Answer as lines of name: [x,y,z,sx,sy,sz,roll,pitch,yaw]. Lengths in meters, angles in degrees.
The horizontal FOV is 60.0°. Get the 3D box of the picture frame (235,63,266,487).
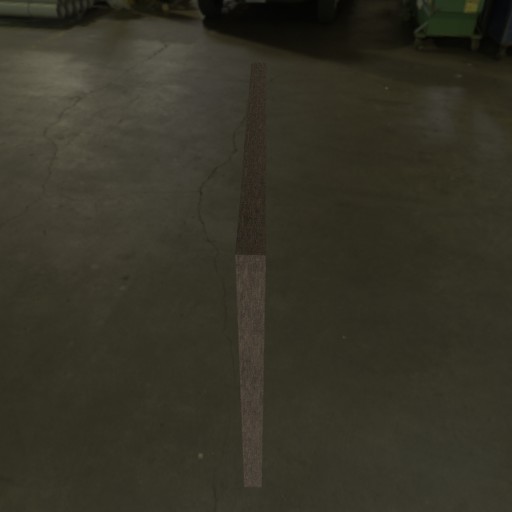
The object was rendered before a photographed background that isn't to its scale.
picture frame: [0.000,0.000,0.736,0.026,0.455,0.546,1,40,1]
